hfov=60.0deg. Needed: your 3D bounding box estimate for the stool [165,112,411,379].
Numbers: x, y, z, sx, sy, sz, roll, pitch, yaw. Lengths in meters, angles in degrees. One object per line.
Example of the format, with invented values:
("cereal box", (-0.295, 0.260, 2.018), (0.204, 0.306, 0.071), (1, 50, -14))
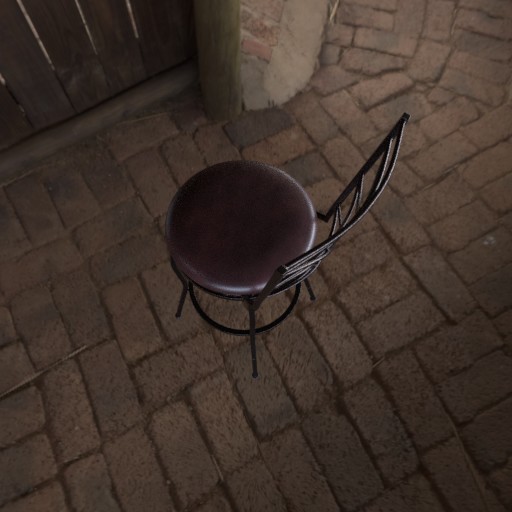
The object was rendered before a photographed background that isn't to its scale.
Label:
("stool", (0.000, 0.000, 1.361), (0.534, 1.117, 0.434), (34, 69, 15))
